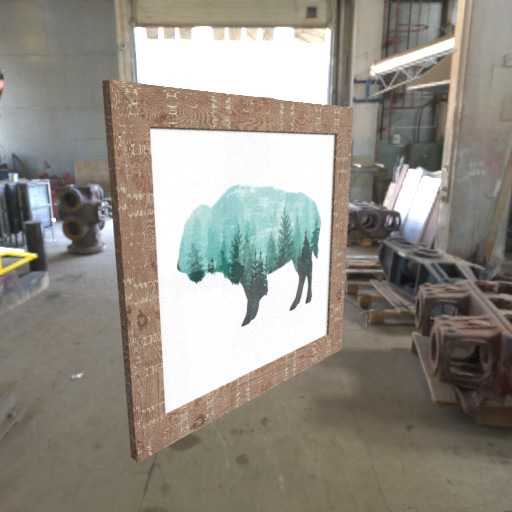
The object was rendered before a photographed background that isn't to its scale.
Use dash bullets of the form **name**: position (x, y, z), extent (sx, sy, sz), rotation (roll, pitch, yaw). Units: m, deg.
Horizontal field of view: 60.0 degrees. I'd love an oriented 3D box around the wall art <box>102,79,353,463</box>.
- **wall art**: position (0.000, 0.000, 0.563), extent (0.022, 0.380, 0.380), rotation (13, 19, 43)
